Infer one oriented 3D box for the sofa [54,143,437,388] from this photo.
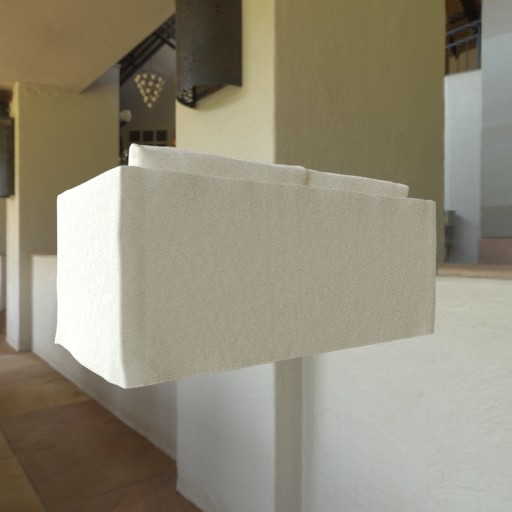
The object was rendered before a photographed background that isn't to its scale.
[{"bbox_3d":[0.000,0.000,2.261,1.746,0.834,0.962,0,1,-35],"label":"sofa"}]
